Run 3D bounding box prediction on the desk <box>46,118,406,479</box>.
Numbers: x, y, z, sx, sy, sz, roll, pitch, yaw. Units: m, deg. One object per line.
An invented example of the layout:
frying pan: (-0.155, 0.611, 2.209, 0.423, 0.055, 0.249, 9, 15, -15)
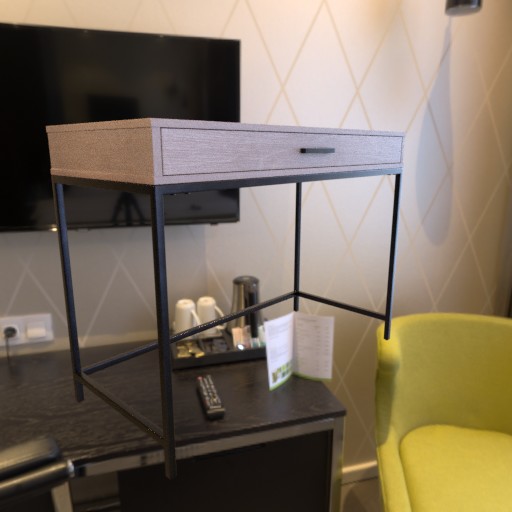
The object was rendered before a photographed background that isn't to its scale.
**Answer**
desk: (0.000, 0.000, 1.388, 0.470, 0.762, 1.016, 13, 19, 42)
